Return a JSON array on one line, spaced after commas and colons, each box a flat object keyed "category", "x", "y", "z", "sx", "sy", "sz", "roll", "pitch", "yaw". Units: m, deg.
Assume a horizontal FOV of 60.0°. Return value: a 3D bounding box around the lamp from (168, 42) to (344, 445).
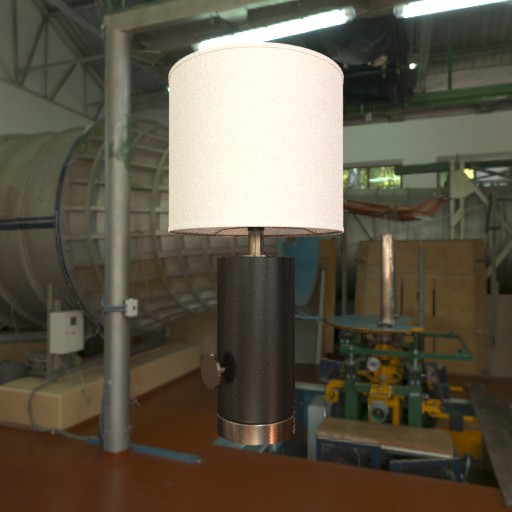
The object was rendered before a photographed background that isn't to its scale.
[{"category": "lamp", "x": 0.000, "y": 0.000, "z": 0.619, "sx": 0.240, "sy": 0.482, "sz": 0.241, "roll": 0, "pitch": -1, "yaw": -36}]
